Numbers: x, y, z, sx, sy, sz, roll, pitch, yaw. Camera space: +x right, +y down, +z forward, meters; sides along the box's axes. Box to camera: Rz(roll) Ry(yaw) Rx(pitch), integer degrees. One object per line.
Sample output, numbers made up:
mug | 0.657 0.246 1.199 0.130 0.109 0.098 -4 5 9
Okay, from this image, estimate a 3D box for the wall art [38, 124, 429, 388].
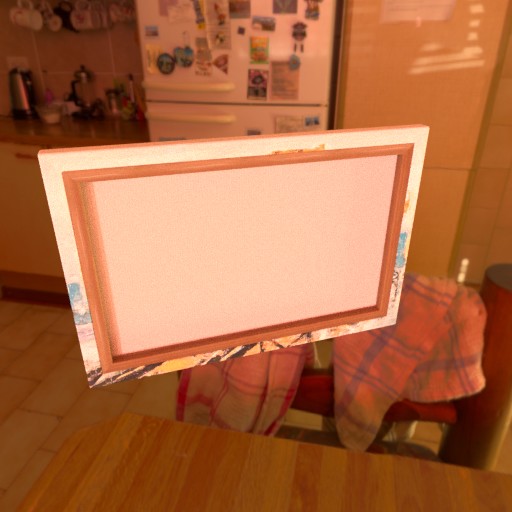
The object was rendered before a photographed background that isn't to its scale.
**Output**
wall art | 0.000 0.000 1.148 0.913 0.609 0.038 -8 28 -16
